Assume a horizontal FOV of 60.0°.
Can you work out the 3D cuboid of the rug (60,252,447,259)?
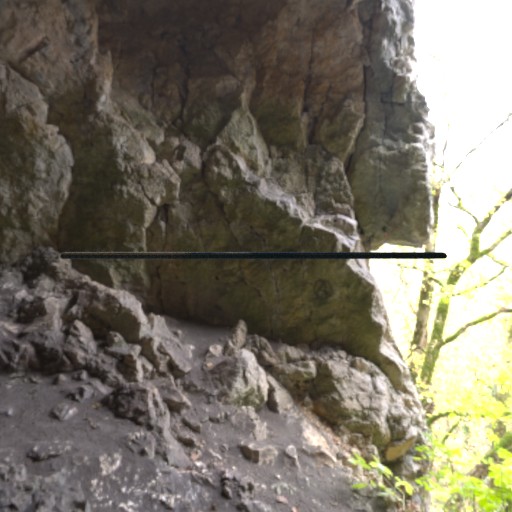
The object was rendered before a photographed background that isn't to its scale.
[{"bbox_3d":[0.000,0.000,2.938,1.540,0.027,2.450,0,0,1],"label":"rug"}]
